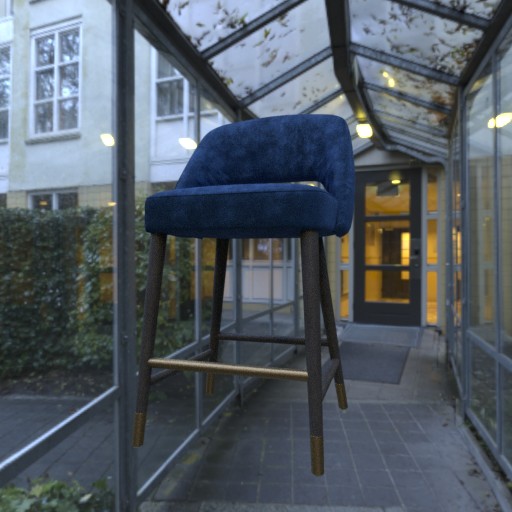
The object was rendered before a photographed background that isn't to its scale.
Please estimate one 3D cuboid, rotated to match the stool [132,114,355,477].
[{"bbox_3d":[0.000,0.000,1.241,0.536,0.925,0.524,0,0,18],"label":"stool"}]
